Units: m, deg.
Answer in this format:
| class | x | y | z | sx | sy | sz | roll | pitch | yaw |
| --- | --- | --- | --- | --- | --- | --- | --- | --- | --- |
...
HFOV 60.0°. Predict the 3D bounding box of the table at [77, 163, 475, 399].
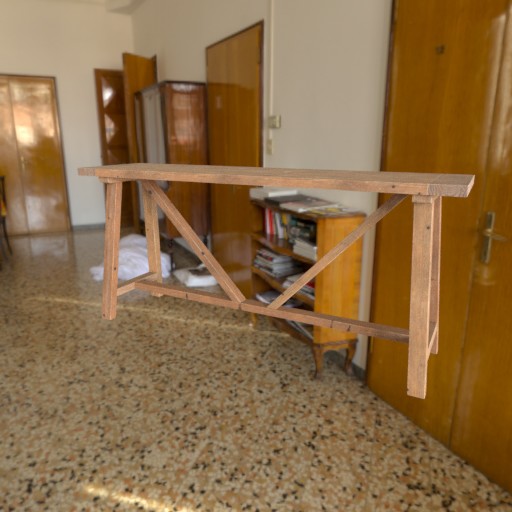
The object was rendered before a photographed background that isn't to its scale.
| class | x | y | z | sx | sy | sz | roll | pitch | yaw |
| --- | --- | --- | --- | --- | --- | --- | --- | --- | --- |
| table | 0.000 | 0.000 | 2.145 | 1.800 | 0.810 | 0.465 | 8 | 17 | 27 |
